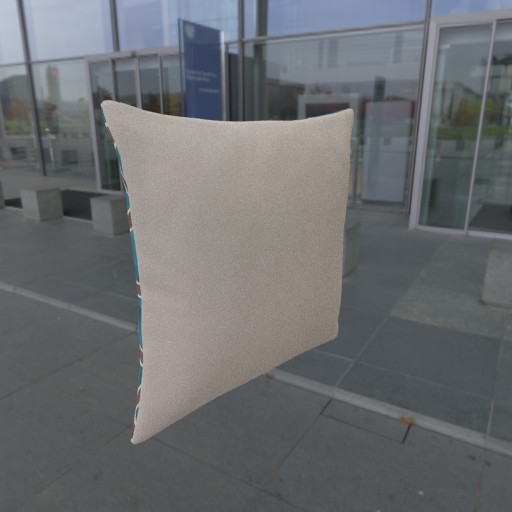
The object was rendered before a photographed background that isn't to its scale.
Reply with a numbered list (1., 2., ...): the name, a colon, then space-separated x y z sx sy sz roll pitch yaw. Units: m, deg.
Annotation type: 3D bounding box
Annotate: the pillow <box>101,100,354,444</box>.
1. pillow: 0.000 0.000 0.786 0.526 0.507 0.166 -16 23 -41
